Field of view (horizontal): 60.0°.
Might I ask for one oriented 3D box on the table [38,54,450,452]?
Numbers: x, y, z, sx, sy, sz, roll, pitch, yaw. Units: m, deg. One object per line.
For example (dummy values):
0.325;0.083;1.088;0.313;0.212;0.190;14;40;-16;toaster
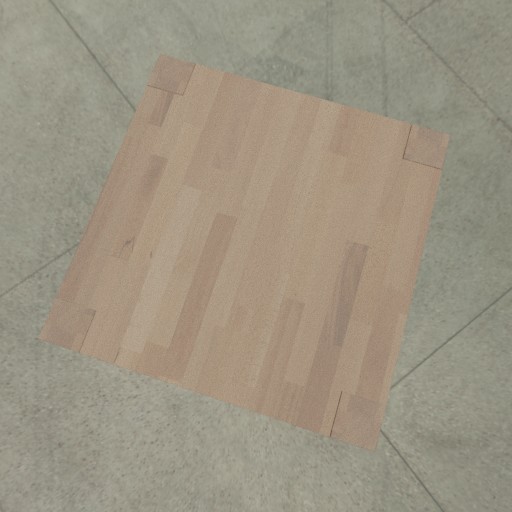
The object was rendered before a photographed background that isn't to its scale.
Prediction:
0.000;0.000;1.167;0.700;0.451;0.700;17;77;4;table
